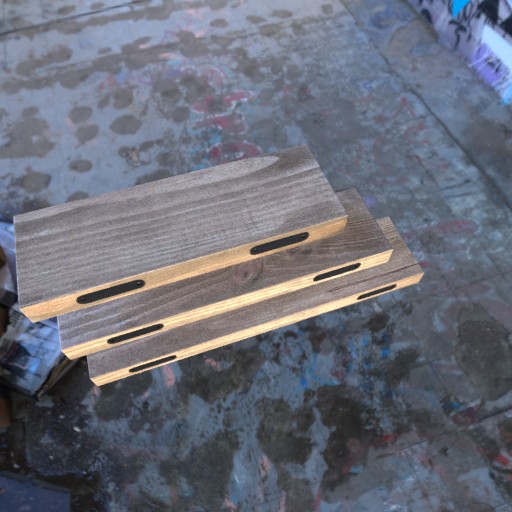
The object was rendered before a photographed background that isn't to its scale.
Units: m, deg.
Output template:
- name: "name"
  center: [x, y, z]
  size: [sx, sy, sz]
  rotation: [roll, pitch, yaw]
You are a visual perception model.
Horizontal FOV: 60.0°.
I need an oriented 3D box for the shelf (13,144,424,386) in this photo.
- name: "shelf"
  center: [0.000, 0.000, 0.708]
  size: [0.610, 0.293, 0.140]
  rotation: [-16, 59, -10]
